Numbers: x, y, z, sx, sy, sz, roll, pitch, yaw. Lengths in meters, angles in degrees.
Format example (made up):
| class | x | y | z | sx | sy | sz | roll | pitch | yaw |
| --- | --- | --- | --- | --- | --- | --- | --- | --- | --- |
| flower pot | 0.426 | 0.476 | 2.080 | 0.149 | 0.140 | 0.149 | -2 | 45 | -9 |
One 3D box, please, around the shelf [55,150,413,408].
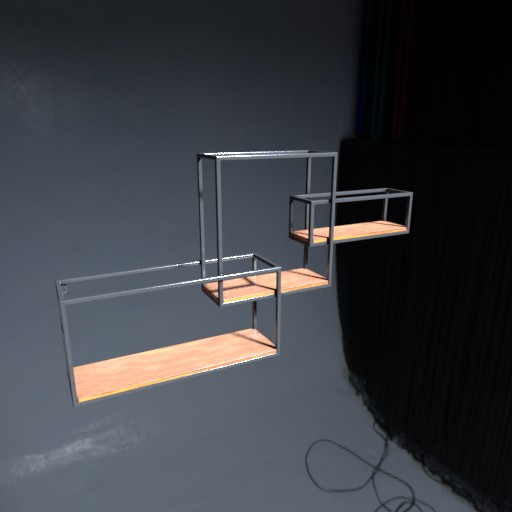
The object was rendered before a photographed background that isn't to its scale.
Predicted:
| class | x | y | z | sx | sy | sz | roll | pitch | yaw |
| --- | --- | --- | --- | --- | --- | --- | --- | --- | --- |
| shelf | 0.000 | 0.000 | 2.148 | 1.781 | 0.972 | 0.275 | -8 | 18 | -25 |
